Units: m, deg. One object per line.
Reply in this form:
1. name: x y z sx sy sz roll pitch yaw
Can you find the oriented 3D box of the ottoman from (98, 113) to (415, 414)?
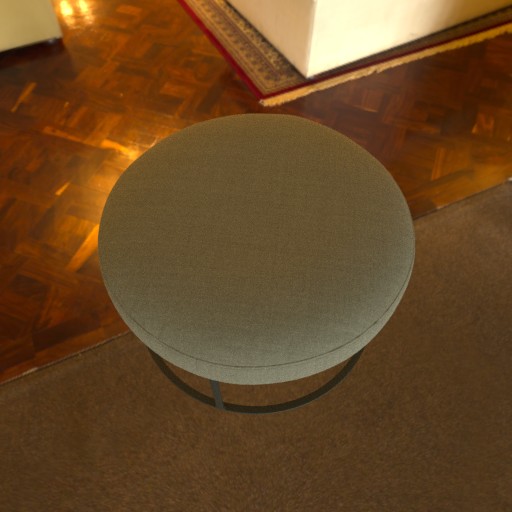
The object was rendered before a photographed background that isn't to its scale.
1. ottoman: 0.000 0.000 1.215 0.772 0.460 0.772 0 56 0
